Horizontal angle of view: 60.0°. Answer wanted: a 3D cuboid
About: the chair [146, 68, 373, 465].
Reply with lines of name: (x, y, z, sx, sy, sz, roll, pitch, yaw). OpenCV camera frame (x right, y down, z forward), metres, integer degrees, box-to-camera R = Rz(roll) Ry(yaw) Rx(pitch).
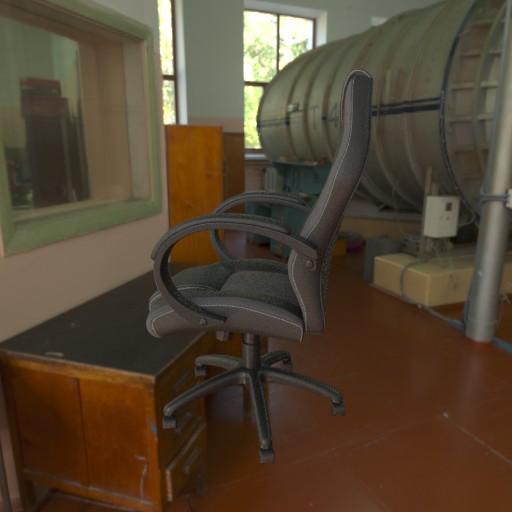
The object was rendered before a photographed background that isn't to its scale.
chair: (0.000, 0.000, 1.563, 0.724, 1.187, 0.673, 2, 14, 10)
